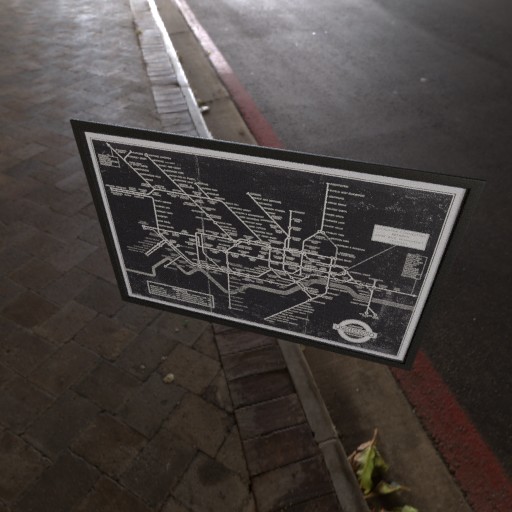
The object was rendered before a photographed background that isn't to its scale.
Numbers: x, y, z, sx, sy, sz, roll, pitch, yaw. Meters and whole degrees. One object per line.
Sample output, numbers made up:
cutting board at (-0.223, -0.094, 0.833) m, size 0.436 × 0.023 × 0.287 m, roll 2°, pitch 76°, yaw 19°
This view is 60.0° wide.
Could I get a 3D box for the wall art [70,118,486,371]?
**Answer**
wall art at (0.000, 0.000, 1.497) m, size 1.192 × 0.811 × 0.013 m, roll 12°, pitch 43°, yaw 13°
